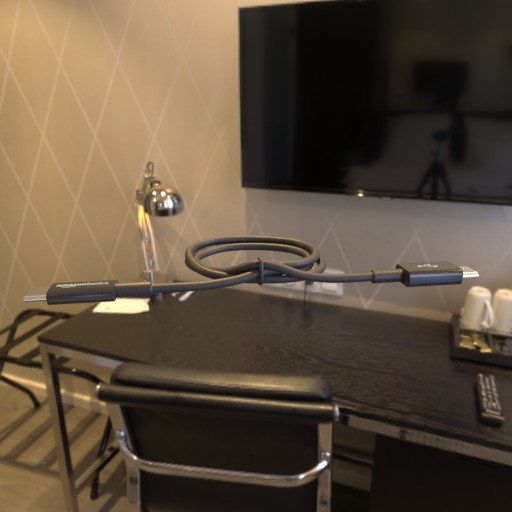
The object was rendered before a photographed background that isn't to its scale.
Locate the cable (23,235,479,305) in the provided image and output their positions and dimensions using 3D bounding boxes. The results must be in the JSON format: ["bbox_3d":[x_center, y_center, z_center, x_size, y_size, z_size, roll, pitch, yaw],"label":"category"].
[{"bbox_3d":[0.000,0.000,0.215,0.192,0.014,0.070,-3,18,-8],"label":"cable"}]
